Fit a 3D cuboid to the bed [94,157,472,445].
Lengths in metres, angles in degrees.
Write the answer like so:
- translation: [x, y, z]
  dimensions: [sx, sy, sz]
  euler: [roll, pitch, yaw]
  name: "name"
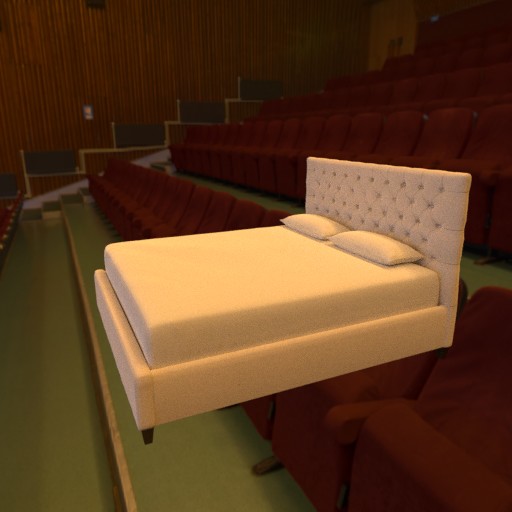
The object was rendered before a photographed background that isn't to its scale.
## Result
- translation: [0.000, 0.000, 3.649]
  dimensions: [2.387, 1.427, 2.078]
  euler: [-7, 18, -24]
  name: "bed"
